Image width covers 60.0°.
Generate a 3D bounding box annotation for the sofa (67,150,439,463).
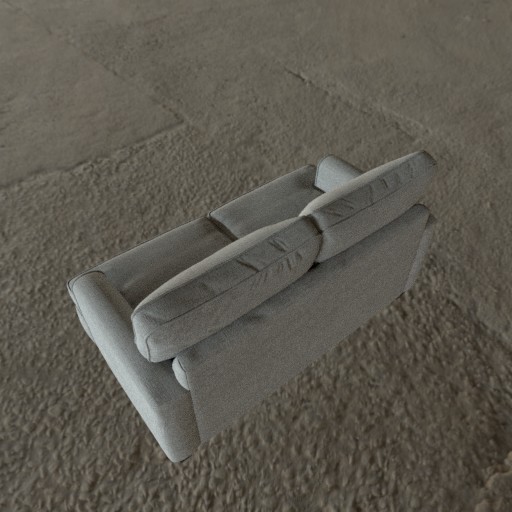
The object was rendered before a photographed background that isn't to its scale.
[{"bbox_3d":[0.000,0.000,2.205,1.651,0.965,0.965,-30,52,-26],"label":"sofa"}]
